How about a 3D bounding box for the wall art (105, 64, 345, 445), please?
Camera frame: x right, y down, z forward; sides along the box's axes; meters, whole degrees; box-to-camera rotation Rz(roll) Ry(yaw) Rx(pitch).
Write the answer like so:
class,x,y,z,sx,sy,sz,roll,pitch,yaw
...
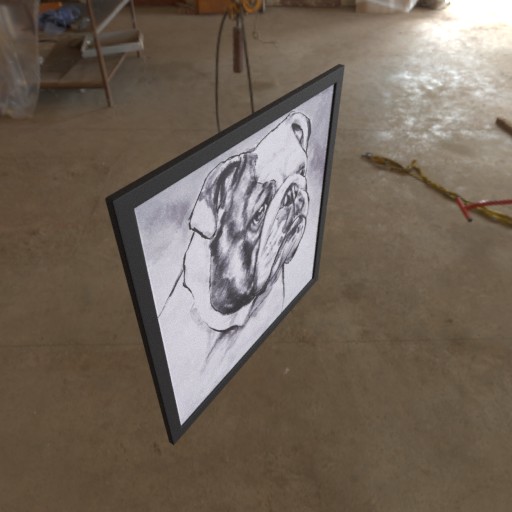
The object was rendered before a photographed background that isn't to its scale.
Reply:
class,x,y,z,sx,sy,sz,roll,pitch,yaw
wall art,0.000,0.000,0.843,0.012,0.558,0.562,25,47,26
